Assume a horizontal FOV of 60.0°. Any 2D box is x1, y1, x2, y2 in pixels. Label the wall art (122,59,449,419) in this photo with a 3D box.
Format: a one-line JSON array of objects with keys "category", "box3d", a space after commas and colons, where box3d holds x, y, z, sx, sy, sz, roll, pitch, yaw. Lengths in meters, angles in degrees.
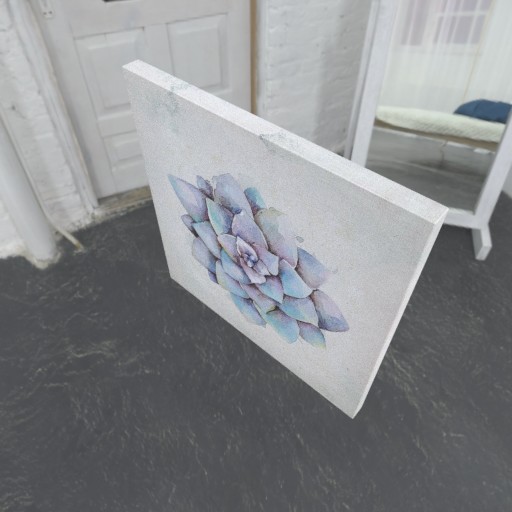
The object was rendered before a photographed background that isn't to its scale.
[{"category": "wall art", "box3d": [0.000, 0.000, 0.905, 0.612, 0.612, 0.040, 34, 57, 26]}]
